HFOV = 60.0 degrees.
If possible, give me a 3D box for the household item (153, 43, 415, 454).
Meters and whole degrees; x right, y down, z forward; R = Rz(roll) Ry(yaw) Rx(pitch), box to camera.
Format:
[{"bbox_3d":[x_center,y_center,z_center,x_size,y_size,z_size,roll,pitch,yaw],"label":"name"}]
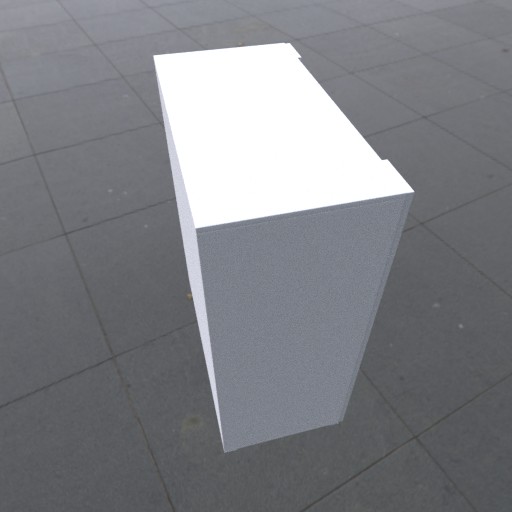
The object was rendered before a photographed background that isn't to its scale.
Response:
[{"bbox_3d":[0.000,0.000,1.430,0.420,1.010,0.790,-10,46,-10],"label":"household item"}]
